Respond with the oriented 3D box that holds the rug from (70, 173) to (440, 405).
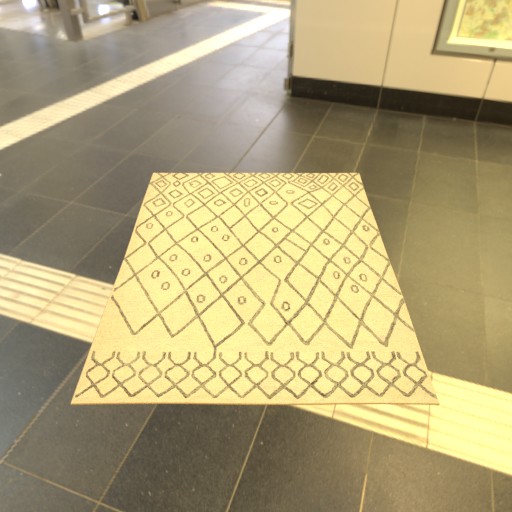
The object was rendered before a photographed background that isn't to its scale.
[{"bbox_3d":[0.000,0.000,4.085,2.446,0.015,3.046,0,40,0],"label":"rug"}]
